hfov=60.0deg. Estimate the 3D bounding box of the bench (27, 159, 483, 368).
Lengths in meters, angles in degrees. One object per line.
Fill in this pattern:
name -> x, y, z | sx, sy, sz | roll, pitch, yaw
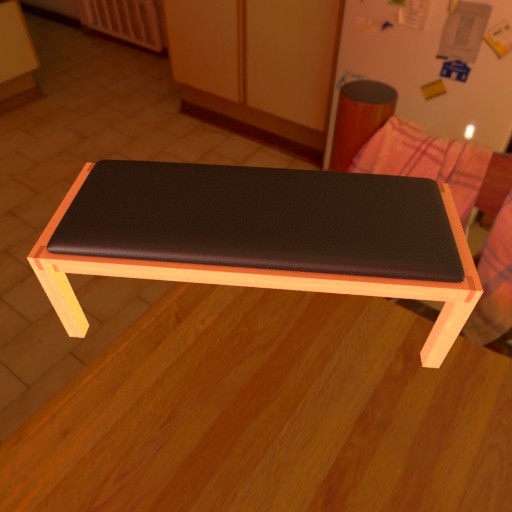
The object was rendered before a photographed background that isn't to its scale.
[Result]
bench -> 0.000, 0.000, 1.433 | 1.202, 0.430, 0.450 | 4, 46, 4
